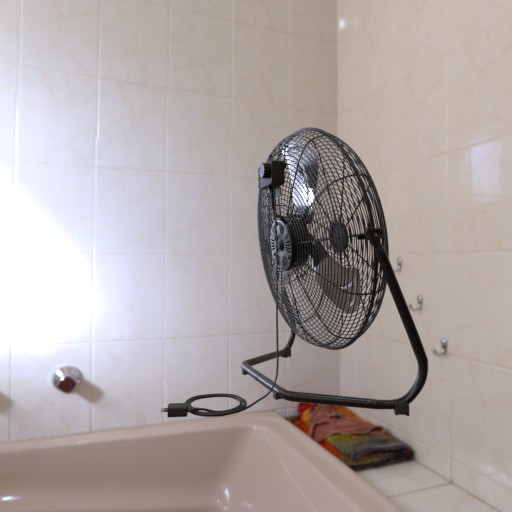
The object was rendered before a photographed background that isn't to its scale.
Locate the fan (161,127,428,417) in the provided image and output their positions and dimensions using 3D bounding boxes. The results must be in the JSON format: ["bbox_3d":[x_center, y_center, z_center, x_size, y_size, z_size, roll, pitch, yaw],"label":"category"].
[{"bbox_3d":[0.000,0.000,0.937,0.424,0.546,0.555,0,-1,-19],"label":"fan"}]
